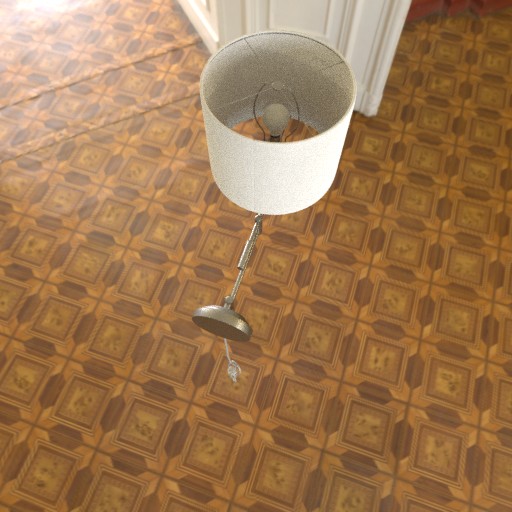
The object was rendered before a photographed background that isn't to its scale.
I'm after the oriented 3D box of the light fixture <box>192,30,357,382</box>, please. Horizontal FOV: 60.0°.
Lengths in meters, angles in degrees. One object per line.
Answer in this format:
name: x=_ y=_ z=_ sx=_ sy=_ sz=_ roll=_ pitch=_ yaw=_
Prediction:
light fixture: x=0.000 y=0.000 z=1.045 sx=0.253 sy=0.842 sz=0.479 roll=17 pitch=65 yaw=8
